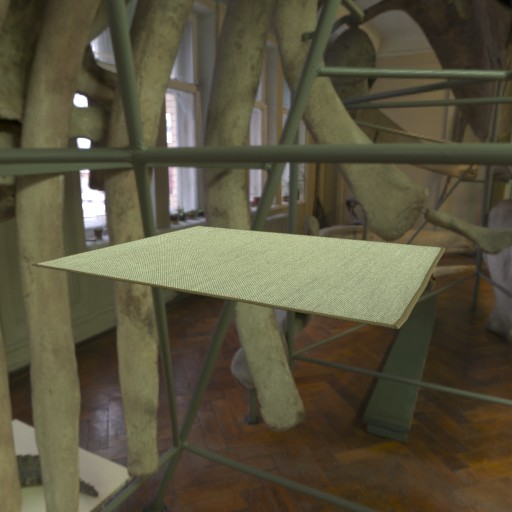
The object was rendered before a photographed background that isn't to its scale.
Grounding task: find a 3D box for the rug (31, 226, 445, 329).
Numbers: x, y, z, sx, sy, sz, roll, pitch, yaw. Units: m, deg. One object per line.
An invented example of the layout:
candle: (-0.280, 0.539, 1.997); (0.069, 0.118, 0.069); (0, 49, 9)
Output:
rug: (0.000, 0.000, 4.085); (3.041, 0.020, 2.413); (7, 14, 27)
